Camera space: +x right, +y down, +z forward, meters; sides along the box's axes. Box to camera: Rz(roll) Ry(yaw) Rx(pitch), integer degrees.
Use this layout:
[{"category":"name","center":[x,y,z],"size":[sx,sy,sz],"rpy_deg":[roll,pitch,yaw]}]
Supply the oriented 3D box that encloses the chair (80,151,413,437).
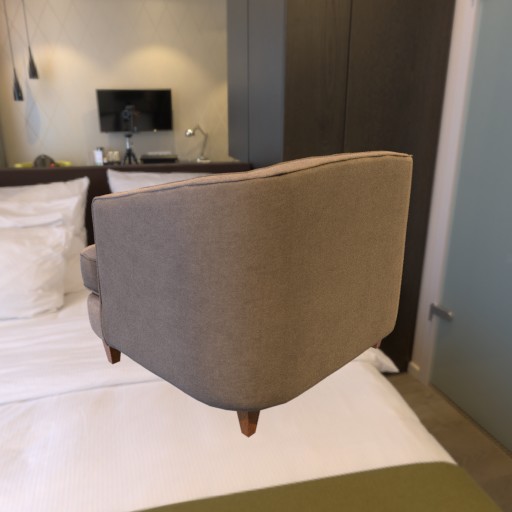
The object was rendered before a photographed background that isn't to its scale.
[{"category":"chair","center":[0.000,0.000,1.792],"size":[0.941,0.852,1.104],"rpy_deg":[16,24,42]}]
